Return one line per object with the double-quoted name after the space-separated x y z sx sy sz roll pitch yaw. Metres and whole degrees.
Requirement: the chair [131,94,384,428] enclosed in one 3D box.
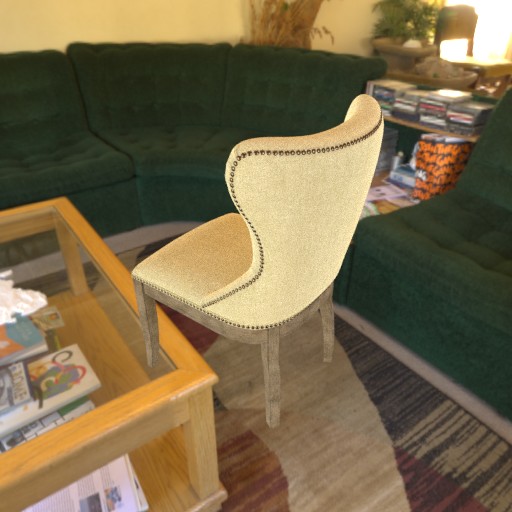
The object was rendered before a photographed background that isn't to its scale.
0.000 0.000 1.495 0.681 1.002 0.654 22 38 31 "chair"
